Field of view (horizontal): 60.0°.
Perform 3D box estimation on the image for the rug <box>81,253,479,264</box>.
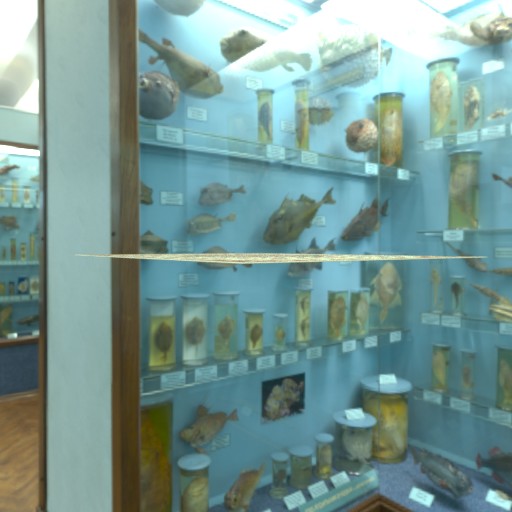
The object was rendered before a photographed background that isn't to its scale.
[{"bbox_3d":[0.000,0.000,4.129,2.454,0.005,3.067,-1,1,-37],"label":"rug"}]
